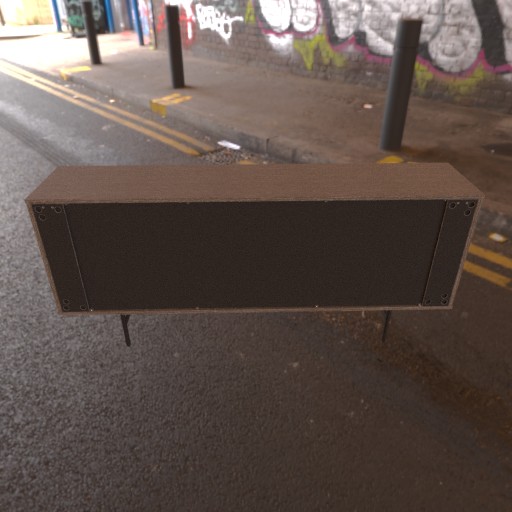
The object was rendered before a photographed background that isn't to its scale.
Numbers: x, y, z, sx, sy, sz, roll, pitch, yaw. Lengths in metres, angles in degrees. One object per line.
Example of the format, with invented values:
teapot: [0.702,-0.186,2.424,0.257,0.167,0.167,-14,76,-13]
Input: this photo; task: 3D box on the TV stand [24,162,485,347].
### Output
TV stand: [0.000,0.000,2.111,1.804,0.787,0.405,-1,32,-1]
